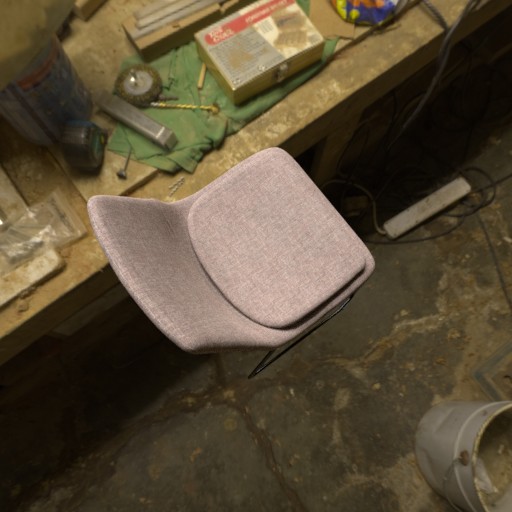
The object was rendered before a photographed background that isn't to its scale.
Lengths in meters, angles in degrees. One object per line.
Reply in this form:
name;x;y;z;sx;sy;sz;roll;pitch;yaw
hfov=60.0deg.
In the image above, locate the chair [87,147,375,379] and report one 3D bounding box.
chair;0.000;0.000;1.125;0.518;0.858;0.479;-35;78;-9
